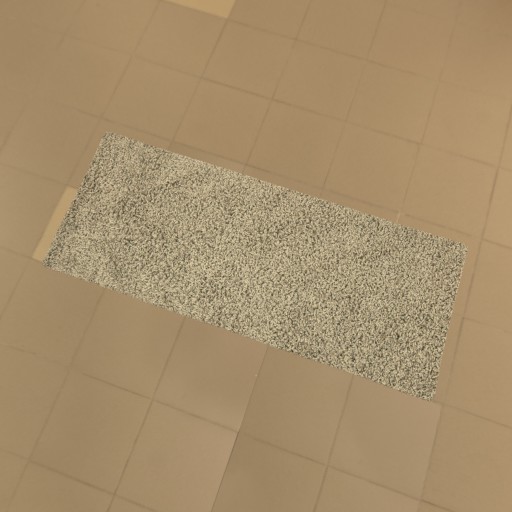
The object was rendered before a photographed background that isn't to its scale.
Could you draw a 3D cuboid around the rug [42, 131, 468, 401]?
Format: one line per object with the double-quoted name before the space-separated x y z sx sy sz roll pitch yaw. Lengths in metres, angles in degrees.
"rug" 0.000 0.000 1.703 1.524 0.030 0.609 18 76 5
